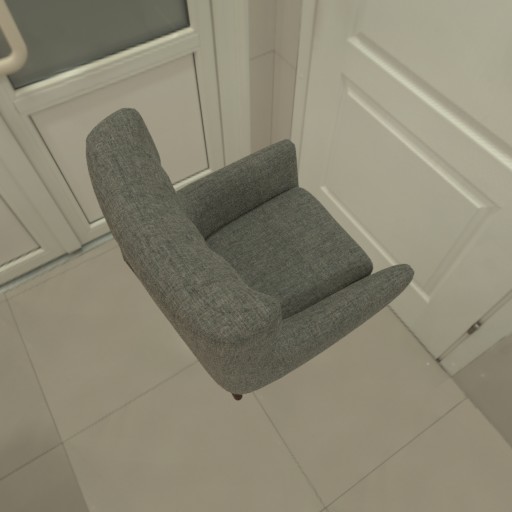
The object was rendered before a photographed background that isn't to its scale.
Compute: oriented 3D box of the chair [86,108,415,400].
[{"bbox_3d":[0.000,0.000,1.728,0.904,1.063,0.878,-29,63,-16],"label":"chair"}]
